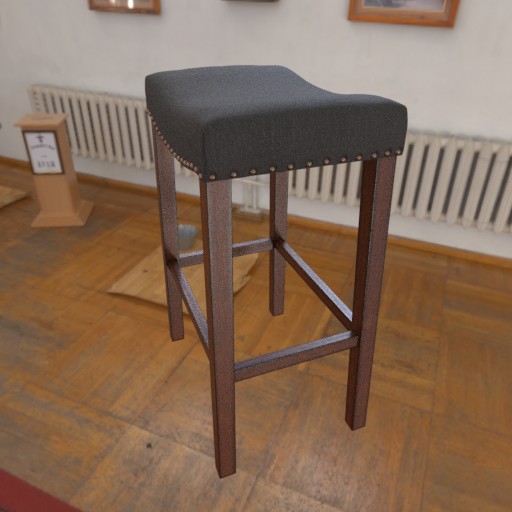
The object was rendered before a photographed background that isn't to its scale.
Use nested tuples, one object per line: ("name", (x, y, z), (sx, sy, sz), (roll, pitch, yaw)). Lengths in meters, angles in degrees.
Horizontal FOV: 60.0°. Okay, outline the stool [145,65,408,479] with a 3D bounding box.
("stool", (0.000, 0.000, 1.016), (0.366, 0.760, 0.502), (-11, 32, -19))
